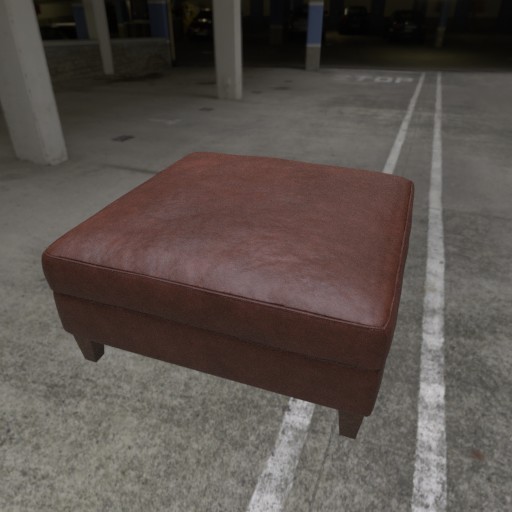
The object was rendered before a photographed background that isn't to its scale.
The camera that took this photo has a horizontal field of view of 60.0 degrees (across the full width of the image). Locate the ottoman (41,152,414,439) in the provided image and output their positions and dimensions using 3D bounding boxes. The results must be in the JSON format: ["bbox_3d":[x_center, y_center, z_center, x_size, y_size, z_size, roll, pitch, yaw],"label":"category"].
[{"bbox_3d":[0.000,0.000,1.333,0.844,0.415,0.836,11,33,17],"label":"ottoman"}]
